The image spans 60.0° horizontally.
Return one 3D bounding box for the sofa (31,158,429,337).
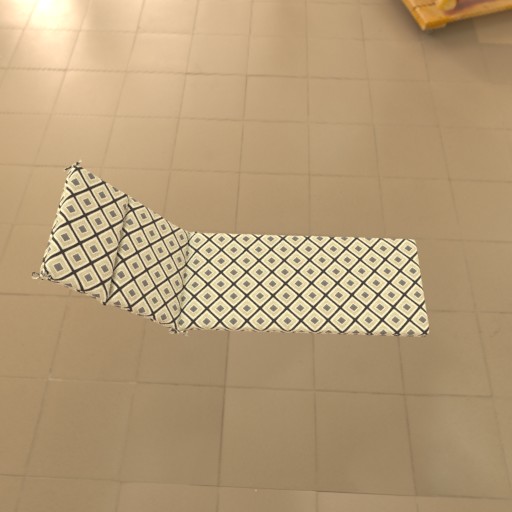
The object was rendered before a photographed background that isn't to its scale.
[{"bbox_3d":[0.000,0.000,2.002,1.663,0.622,0.582,2,62,1],"label":"sofa"}]
